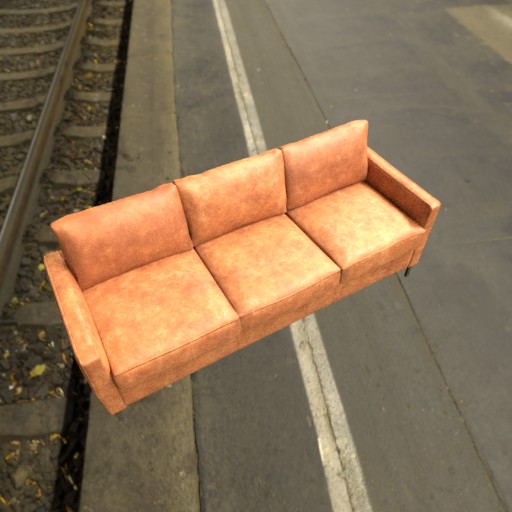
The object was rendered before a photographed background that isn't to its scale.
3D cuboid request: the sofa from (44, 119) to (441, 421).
[{"bbox_3d":[0.000,0.000,2.433,2.029,0.863,0.748,-23,51,-20],"label":"sofa"}]
